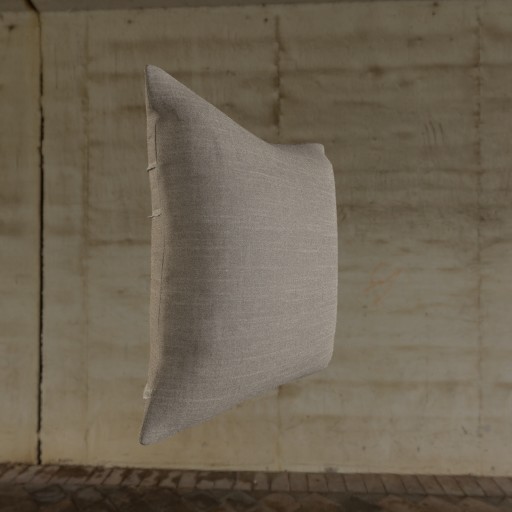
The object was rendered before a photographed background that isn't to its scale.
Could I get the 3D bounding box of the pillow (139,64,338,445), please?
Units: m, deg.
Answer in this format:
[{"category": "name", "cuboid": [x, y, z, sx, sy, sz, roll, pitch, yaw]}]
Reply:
[{"category": "pillow", "cuboid": [0.000, 0.000, 0.628, 0.169, 0.400, 0.424, 0, -1, 35]}]
